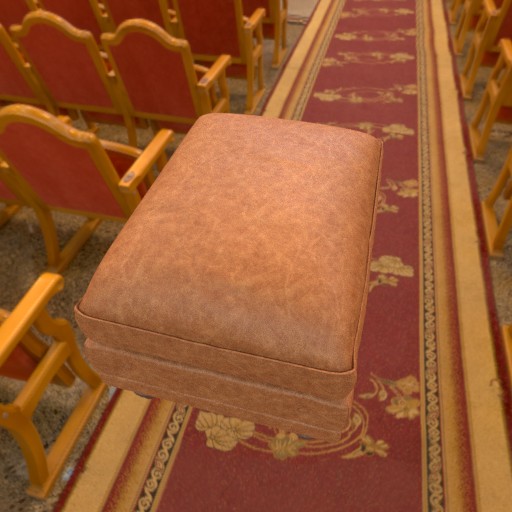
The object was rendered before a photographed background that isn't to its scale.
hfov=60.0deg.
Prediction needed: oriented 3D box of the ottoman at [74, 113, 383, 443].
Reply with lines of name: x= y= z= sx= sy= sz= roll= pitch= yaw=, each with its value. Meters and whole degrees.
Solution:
ottoman: x=0.000 y=0.000 z=1.075 sx=0.533 sy=0.480 sz=0.710 roll=11 pitch=47 yaw=10
